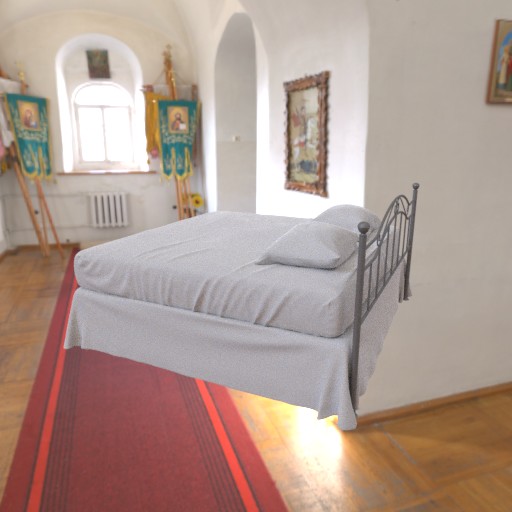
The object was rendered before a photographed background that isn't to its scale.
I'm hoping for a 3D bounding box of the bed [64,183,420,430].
[{"bbox_3d":[0.000,0.000,3.572,2.220,1.080,2.309,7,17,25],"label":"bed"}]
